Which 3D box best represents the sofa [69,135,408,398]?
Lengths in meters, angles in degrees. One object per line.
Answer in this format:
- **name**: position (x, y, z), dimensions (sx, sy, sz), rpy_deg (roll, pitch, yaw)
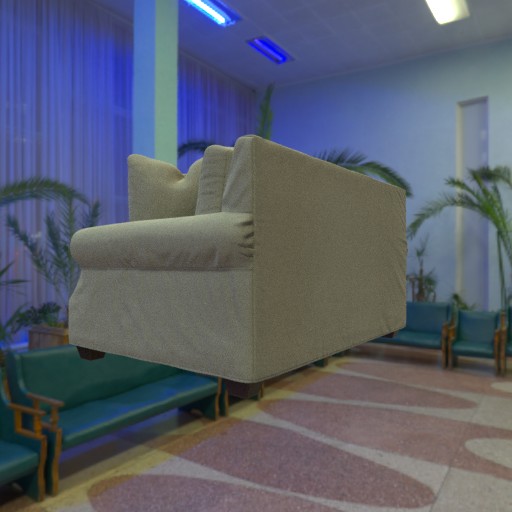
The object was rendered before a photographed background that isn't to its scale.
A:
- **sofa**: position (0.000, 0.000, 2.223), dimensions (1.070, 0.905, 1.550), rpy_deg (0, 0, 37)
